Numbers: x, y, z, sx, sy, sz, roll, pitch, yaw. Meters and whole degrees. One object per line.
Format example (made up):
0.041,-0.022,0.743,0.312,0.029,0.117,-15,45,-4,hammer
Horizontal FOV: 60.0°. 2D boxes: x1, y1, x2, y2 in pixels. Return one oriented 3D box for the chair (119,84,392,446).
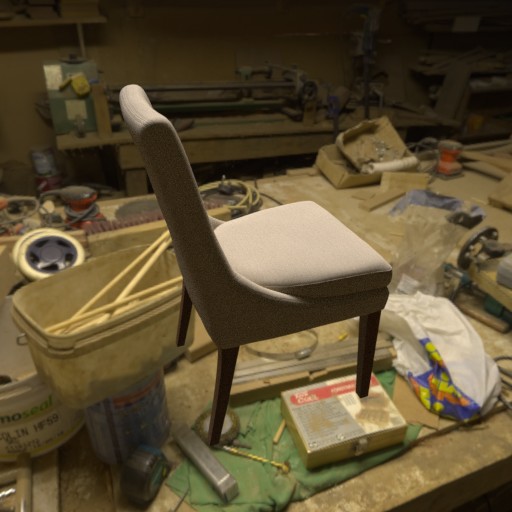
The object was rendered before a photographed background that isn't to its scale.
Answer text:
0.000,0.000,1.320,0.638,0.940,0.515,-11,33,-18,chair
